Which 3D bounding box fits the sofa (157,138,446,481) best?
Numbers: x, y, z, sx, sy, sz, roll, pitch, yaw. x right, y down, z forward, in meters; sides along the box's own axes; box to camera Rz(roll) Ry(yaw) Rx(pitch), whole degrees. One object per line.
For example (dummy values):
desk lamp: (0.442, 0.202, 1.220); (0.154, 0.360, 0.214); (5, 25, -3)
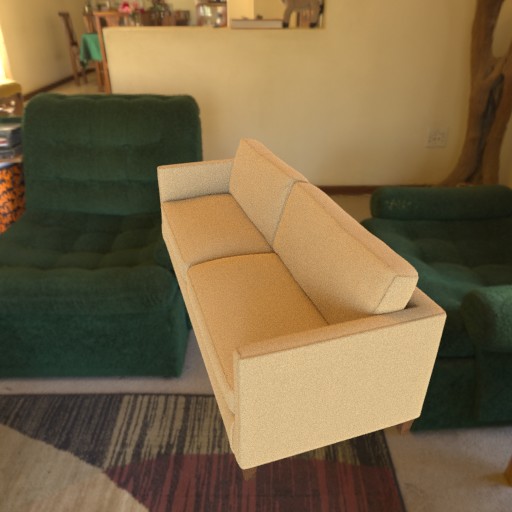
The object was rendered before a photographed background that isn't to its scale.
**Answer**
sofa: (0.000, 0.000, 2.823); (0.951, 0.968, 2.361); (-9, 31, -16)
